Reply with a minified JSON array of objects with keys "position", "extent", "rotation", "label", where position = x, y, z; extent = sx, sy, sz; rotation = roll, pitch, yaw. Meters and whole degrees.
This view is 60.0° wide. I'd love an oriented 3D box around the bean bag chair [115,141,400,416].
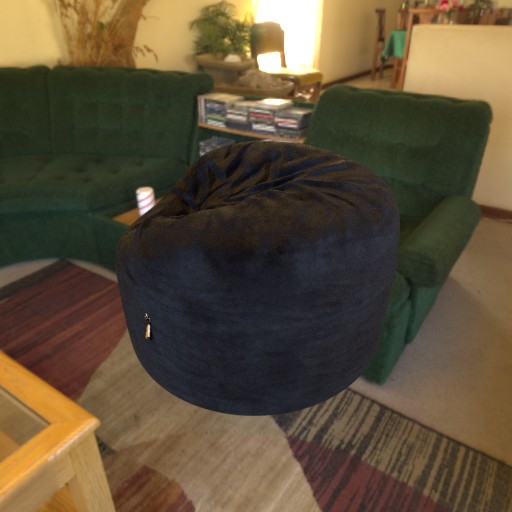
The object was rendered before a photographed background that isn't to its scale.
[{"position":[0.000,0.000,1.512],"extent":[0.918,0.616,0.918],"rotation":[0,30,0],"label":"bean bag chair"}]
